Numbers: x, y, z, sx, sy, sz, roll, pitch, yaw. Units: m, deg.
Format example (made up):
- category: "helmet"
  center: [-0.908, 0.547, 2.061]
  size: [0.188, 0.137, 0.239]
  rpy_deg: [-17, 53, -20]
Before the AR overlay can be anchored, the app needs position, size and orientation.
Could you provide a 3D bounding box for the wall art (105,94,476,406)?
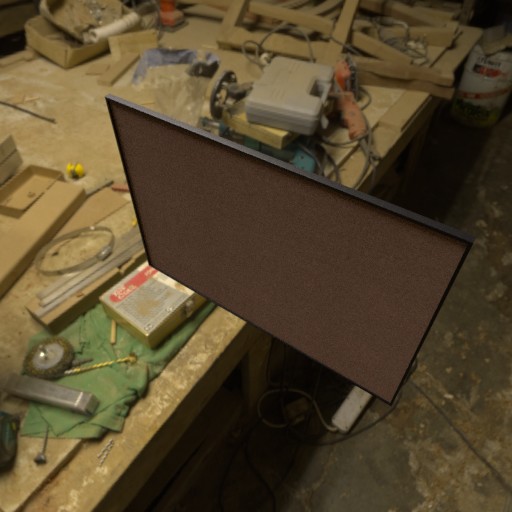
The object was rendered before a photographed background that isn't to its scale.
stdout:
- category: "wall art"
  center: [0.000, 0.000, 1.223]
  size: [0.957, 0.660, 0.019]
  rpy_deg: [27, 52, 23]
